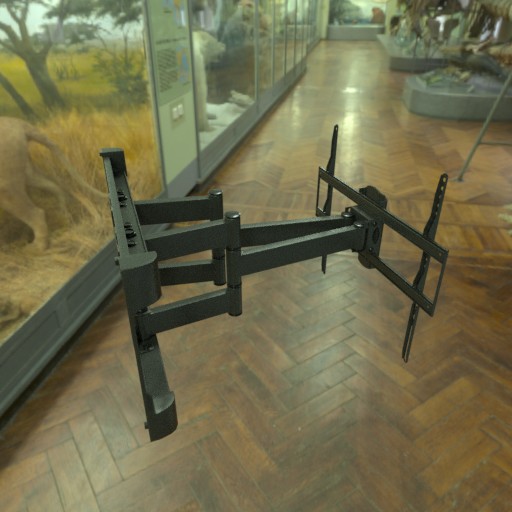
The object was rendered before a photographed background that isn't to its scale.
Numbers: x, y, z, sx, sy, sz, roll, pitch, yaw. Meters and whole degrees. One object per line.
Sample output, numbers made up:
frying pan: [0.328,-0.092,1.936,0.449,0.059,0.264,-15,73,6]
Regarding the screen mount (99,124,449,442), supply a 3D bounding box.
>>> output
screen mount: [0.000,0.000,0.937,0.556,0.424,0.571,-10,31,-17]
